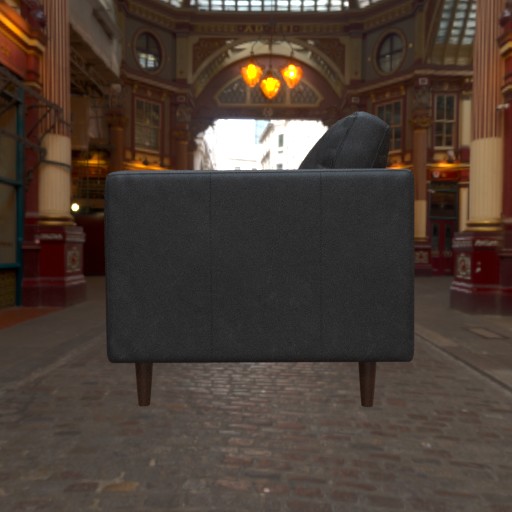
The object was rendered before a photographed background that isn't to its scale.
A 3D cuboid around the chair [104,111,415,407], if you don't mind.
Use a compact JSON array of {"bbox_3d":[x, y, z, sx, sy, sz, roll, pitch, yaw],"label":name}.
[{"bbox_3d":[0.000,0.000,1.597,0.879,0.898,0.831,0,2,0],"label":"chair"}]
